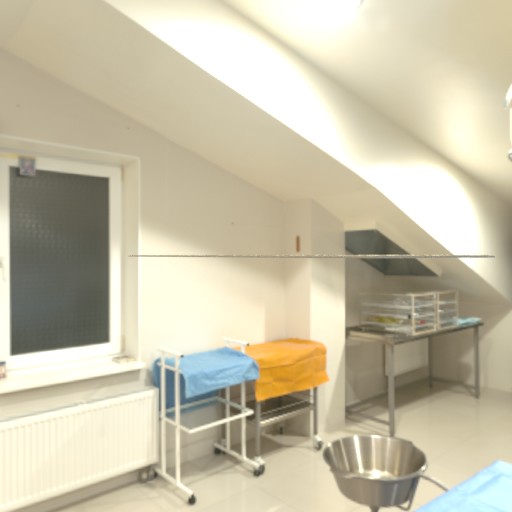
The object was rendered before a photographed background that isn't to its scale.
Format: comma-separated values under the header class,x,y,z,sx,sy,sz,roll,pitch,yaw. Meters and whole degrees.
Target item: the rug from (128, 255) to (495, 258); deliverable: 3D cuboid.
class,x,y,z,sx,sy,sz,roll,pitch,yaw
rug,0.000,0.000,2.371,0.662,0.011,2.196,0,0,-34
